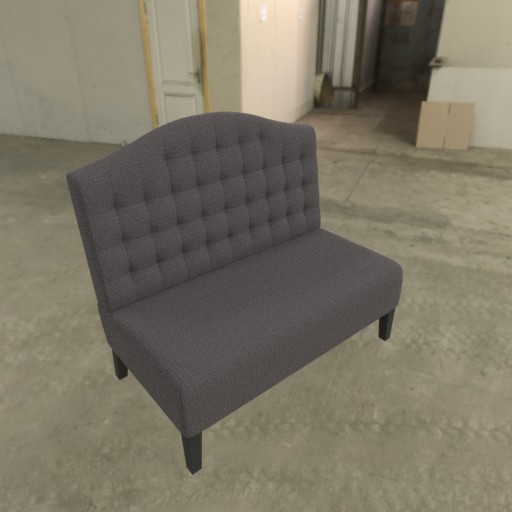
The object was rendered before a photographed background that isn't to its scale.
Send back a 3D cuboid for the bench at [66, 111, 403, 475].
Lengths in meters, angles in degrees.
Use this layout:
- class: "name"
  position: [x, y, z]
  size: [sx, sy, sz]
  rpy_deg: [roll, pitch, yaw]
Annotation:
- class: "bench"
  position: [0.000, 0.000, 2.076]
  size: [1.335, 1.180, 0.815]
  rpy_deg: [-22, 36, -34]
